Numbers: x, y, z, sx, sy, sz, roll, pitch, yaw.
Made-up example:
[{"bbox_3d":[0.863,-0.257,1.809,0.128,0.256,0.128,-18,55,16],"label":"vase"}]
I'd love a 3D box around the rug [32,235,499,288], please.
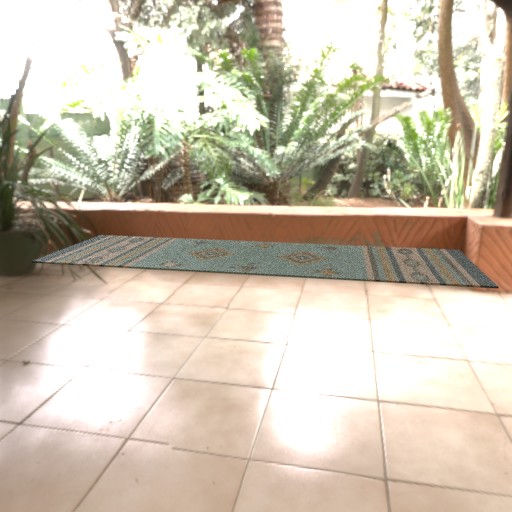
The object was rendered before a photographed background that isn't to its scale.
[{"bbox_3d":[0.000,0.000,2.637,2.441,0.010,0.744,3,15,10],"label":"rug"}]
